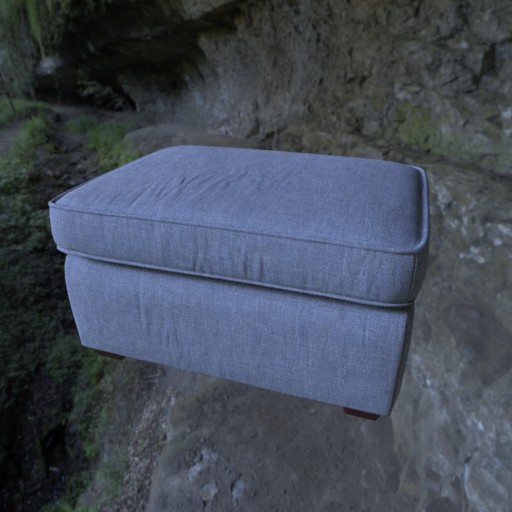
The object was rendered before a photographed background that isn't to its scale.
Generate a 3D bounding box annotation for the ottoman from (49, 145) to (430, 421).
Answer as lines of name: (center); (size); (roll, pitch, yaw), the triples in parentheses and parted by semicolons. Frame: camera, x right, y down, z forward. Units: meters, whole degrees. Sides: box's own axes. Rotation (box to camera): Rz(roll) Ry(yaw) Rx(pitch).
ottoman: (0.000, 0.000, 1.102); (0.762, 0.457, 0.559); (8, 28, 16)
